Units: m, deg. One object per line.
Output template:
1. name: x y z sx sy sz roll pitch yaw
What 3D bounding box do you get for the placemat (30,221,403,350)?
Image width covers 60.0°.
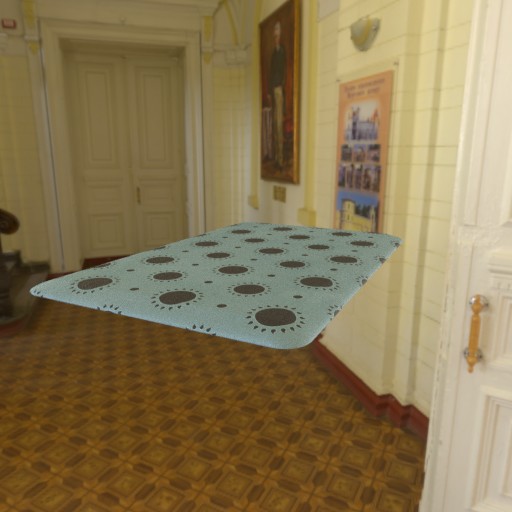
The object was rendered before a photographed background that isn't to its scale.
1. placemat: 0.000 0.000 0.965 0.508 0.021 0.762 7 15 26
